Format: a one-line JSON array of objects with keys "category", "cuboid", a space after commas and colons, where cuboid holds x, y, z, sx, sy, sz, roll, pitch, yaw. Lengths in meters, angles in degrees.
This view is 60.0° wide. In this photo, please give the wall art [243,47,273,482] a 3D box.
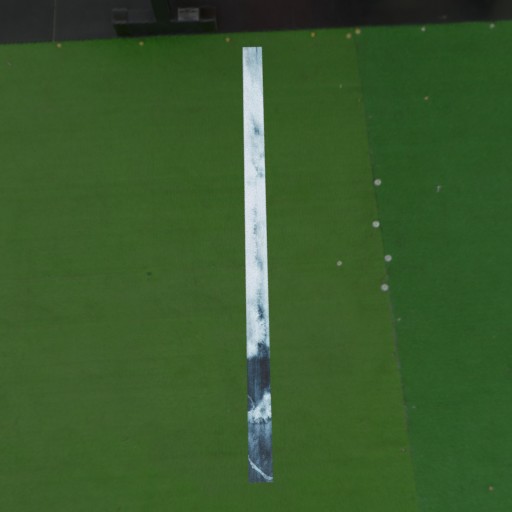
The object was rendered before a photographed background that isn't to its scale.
[{"category": "wall art", "cuboid": [0.000, 0.000, 0.875, 0.037, 0.251, 0.759, -1, 76, 0]}]
